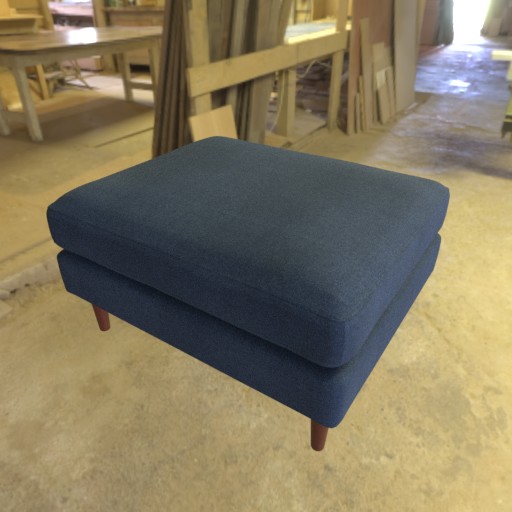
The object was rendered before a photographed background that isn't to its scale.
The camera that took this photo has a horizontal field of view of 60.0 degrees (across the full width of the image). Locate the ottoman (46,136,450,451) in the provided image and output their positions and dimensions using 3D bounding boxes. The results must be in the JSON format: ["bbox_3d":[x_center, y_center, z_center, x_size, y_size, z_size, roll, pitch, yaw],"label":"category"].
[{"bbox_3d":[0.000,0.000,1.222,0.821,0.474,0.693,19,36,29],"label":"ottoman"}]
